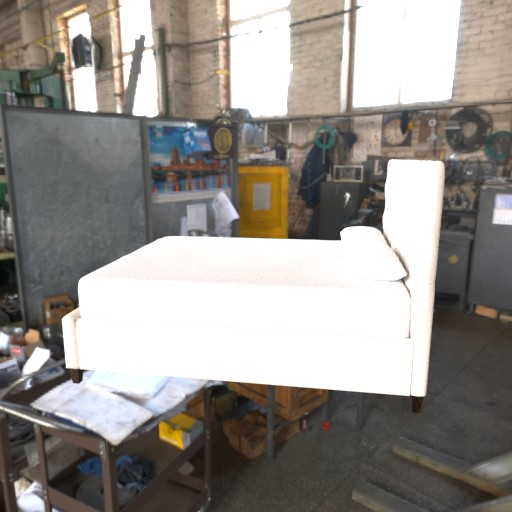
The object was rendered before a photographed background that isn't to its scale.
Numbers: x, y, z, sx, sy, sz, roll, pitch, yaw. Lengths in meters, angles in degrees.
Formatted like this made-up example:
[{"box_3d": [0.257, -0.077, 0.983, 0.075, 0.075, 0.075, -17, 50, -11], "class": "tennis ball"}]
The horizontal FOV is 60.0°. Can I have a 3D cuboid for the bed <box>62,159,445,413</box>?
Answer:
[{"box_3d": [0.000, 0.000, 3.360, 2.233, 1.426, 1.696, 2, 13, 9], "class": "bed"}]
